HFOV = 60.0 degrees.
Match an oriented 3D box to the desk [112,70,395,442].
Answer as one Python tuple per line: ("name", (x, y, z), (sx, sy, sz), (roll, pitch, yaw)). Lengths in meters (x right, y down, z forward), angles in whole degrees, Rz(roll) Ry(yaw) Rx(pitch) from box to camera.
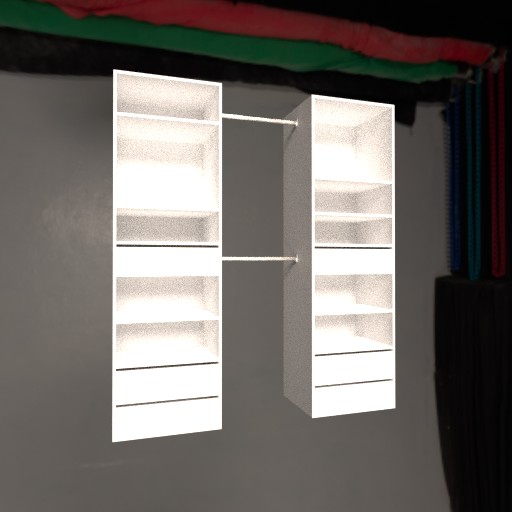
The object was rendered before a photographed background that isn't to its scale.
("desk", (0.000, 0.000, 2.882), (1.770, 2.000, 0.480), (0, -1, -18))
